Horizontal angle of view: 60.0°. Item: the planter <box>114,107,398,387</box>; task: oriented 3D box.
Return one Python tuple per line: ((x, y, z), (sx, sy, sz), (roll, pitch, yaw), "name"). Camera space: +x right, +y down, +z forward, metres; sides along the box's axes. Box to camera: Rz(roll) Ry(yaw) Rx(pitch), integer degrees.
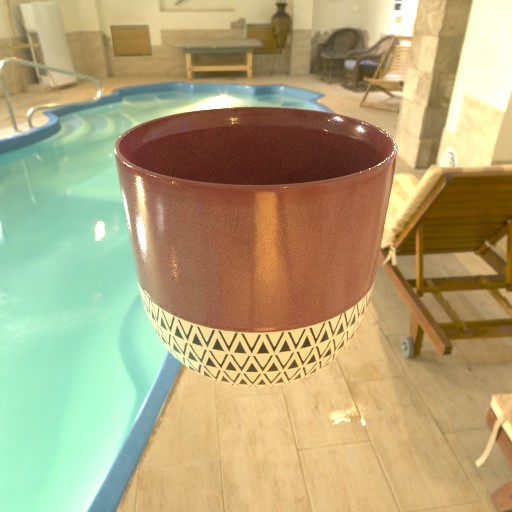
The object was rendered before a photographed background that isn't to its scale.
((0.000, 0.000, 0.498), (0.266, 0.270, 0.266), (0, 30, 0), "planter")
